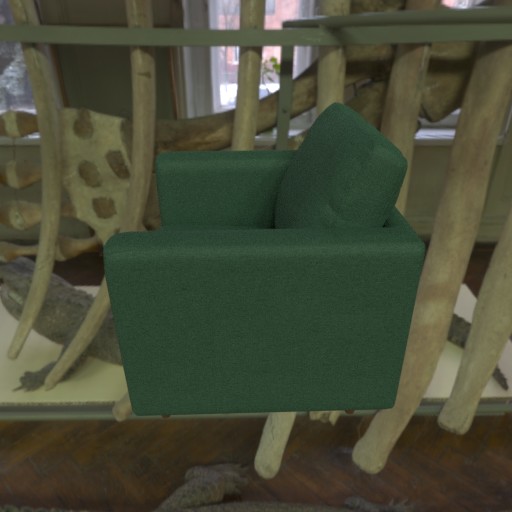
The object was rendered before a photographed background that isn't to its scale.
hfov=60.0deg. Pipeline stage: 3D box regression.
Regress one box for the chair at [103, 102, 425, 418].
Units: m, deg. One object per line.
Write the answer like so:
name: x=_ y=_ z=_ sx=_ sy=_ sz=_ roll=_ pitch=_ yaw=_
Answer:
chair: x=0.000 y=0.000 z=1.508 sx=0.800 sy=0.927 sz=0.855 roll=-1 pitch=29 yaw=-1
